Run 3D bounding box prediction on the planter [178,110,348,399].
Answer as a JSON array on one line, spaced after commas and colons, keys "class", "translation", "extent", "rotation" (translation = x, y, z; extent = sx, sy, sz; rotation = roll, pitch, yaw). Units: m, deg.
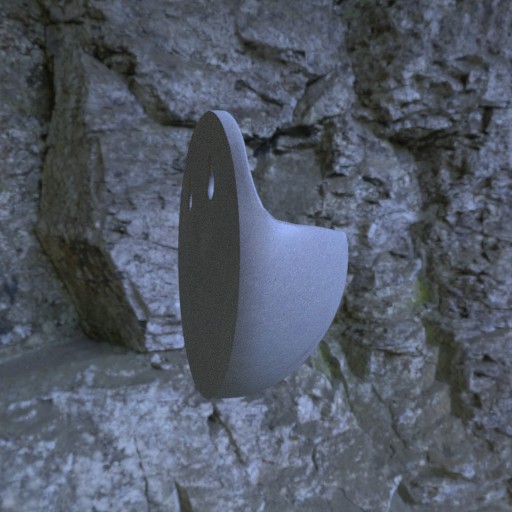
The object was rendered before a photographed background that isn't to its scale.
[{"class": "planter", "translation": [0.000, 0.000, 0.276], "extent": [0.073, 0.164, 0.190], "rotation": [0, 0, -18]}]
